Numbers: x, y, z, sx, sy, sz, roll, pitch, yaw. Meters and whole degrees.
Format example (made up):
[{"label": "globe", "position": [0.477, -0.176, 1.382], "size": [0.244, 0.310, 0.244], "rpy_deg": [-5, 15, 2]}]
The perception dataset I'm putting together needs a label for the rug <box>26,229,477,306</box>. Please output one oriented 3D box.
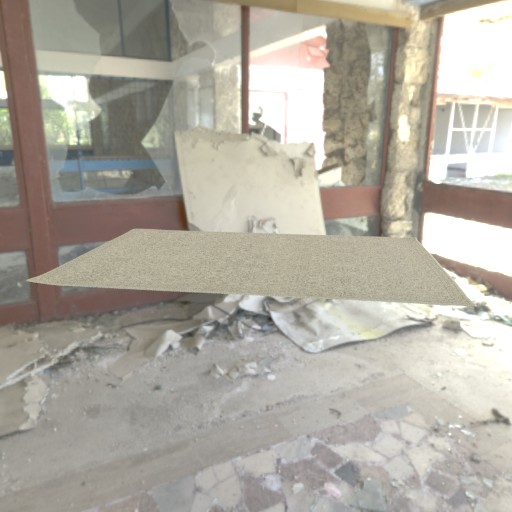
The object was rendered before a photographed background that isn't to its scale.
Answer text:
[{"label": "rug", "position": [0.000, 0.000, 2.457], "size": [1.947, 0.023, 1.214], "rpy_deg": [2, 15, 8]}]
